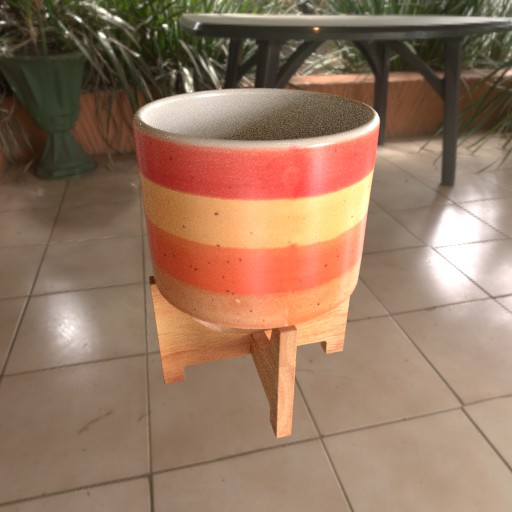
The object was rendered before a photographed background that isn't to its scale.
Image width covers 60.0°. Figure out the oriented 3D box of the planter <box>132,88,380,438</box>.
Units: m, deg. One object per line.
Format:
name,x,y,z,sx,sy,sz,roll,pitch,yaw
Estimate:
planter,0.000,0.000,0.416,0.199,0.268,0.199,0,30,0
